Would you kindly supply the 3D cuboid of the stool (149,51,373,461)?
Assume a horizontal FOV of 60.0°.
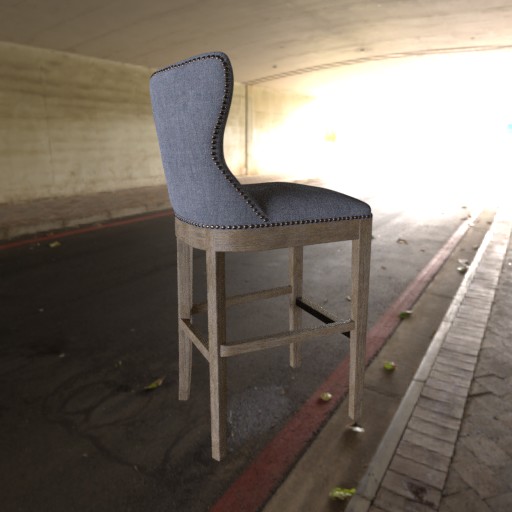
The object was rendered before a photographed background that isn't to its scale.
[{"bbox_3d":[0.000,0.000,1.434,0.606,1.123,0.494,-7,16,-25],"label":"stool"}]
